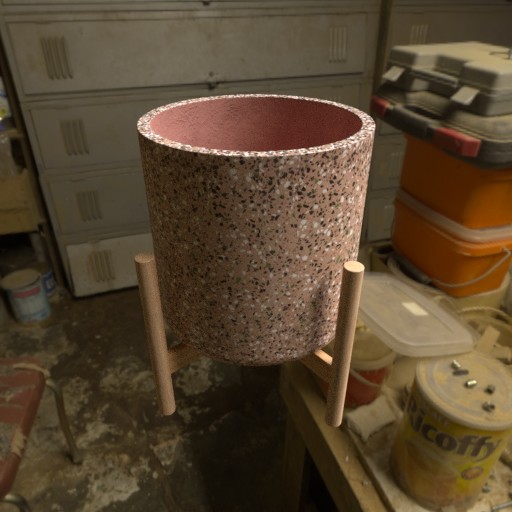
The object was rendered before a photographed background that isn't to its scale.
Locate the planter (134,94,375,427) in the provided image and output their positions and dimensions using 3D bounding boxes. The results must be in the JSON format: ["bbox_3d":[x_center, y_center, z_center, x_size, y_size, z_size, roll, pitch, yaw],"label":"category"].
[{"bbox_3d":[0.000,0.000,0.686,0.360,0.419,0.360,-9,32,-15],"label":"planter"}]
